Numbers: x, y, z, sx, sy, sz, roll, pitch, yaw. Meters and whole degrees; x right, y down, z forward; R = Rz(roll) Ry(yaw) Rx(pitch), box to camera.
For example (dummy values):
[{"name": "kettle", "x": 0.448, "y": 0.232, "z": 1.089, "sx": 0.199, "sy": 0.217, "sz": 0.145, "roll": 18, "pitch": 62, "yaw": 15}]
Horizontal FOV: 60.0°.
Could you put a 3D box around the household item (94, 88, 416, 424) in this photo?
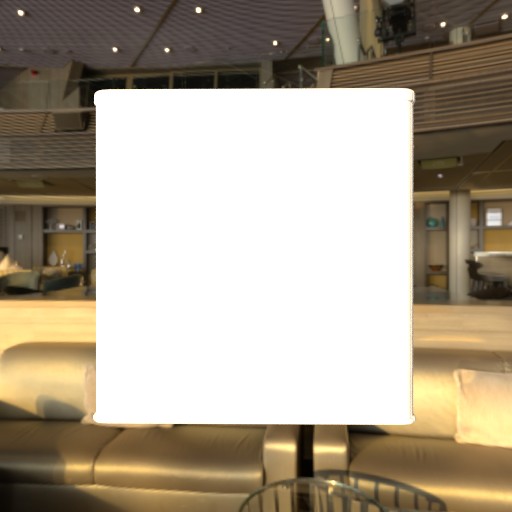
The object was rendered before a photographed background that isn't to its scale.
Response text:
[{"name": "household item", "x": 0.000, "y": 0.000, "z": 0.554, "sx": 0.305, "sy": 0.305, "sz": 0.305, "roll": 0, "pitch": 0, "yaw": 1}]
